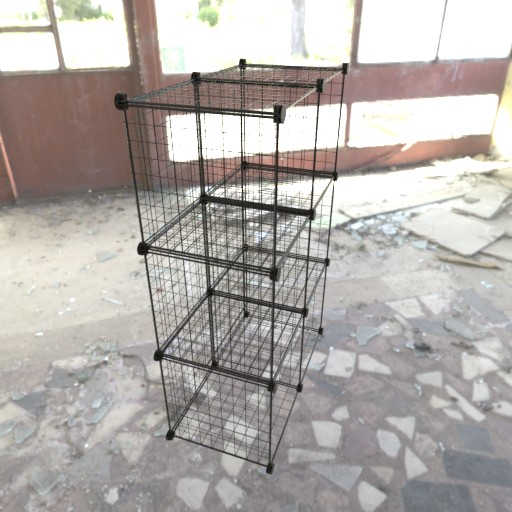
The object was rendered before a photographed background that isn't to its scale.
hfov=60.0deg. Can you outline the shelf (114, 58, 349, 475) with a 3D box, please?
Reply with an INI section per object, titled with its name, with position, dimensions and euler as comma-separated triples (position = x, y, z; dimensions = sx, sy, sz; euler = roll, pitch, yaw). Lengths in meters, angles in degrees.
[shelf]
position = 0.000, 0.000, 1.397
dimensions = 0.356, 1.067, 0.711
euler = 10, 31, 17
